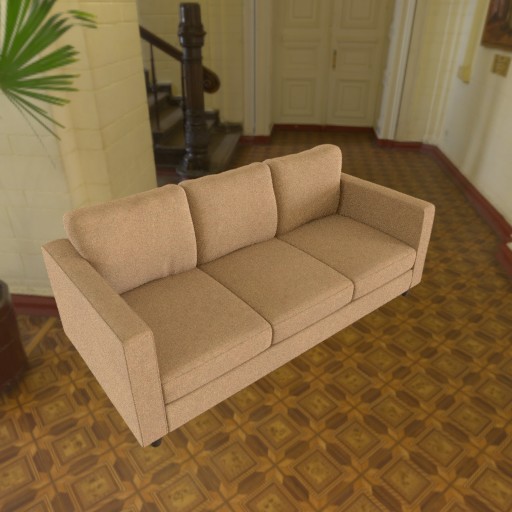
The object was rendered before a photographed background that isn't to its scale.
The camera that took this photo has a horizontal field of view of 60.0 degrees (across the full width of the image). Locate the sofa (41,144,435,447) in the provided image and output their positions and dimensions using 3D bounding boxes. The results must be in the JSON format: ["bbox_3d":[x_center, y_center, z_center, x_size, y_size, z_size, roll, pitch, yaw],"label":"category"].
[{"bbox_3d":[0.000,0.000,2.353,1.855,0.800,0.930,-22,36,-33],"label":"sofa"}]
